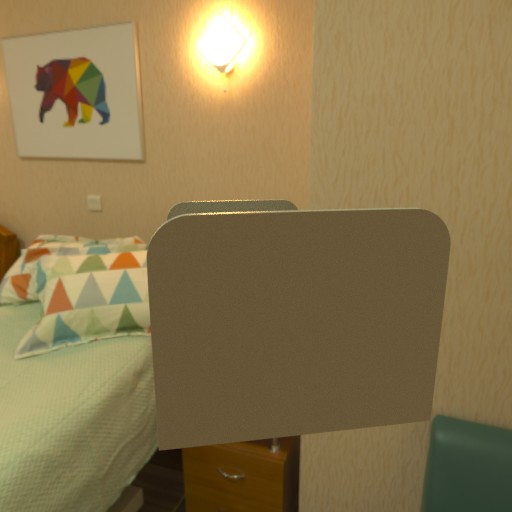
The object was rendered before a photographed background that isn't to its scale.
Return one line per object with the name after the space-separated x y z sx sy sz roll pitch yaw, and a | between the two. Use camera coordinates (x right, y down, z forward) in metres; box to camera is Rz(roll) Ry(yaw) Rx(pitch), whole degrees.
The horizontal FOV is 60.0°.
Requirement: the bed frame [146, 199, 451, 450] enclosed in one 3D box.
0.000 0.000 2.413 0.998 0.805 1.963 -2 15 -9 | bed frame
